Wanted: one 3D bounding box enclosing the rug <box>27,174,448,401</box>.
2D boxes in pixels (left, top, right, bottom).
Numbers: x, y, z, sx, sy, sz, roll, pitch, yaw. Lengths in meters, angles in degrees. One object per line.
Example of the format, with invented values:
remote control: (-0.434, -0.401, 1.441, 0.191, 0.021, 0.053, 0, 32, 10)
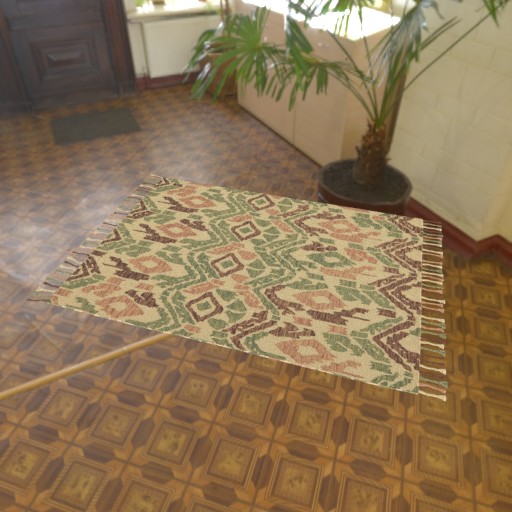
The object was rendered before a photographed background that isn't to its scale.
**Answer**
rug: (0.000, 0.000, 2.258, 1.829, 0.010, 1.219, 11, 41, 13)
